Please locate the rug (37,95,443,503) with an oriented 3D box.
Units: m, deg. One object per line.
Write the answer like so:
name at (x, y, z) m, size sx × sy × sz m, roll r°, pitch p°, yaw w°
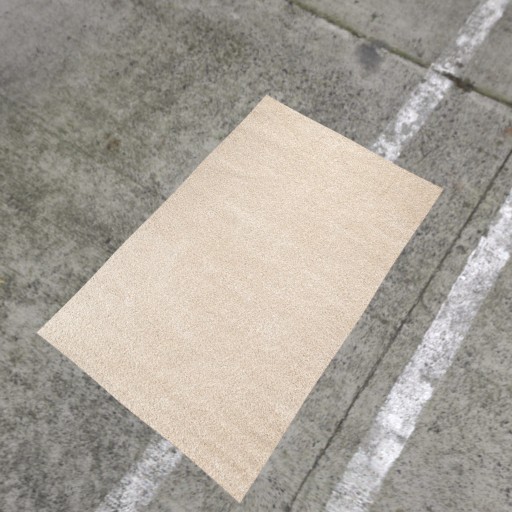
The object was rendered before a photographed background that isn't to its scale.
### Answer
rug at (0.000, 0.000, 2.849) m, size 1.500 × 0.025 × 2.346 m, roll 33°, pitch 68°, yaw 15°
